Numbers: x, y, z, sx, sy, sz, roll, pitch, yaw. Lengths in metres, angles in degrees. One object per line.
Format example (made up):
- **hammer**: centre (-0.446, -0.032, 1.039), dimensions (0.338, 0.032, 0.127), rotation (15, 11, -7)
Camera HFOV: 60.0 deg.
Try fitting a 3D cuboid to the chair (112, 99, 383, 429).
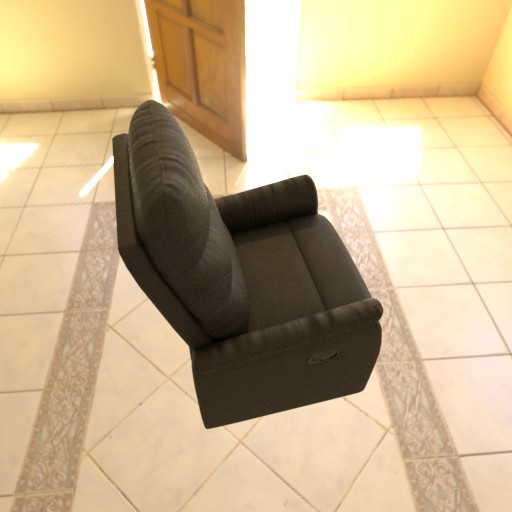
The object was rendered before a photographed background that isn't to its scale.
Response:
- **chair**: centre (0.000, 0.000, 1.620), dimensions (0.831, 1.082, 0.775), rotation (-10, 48, -10)
